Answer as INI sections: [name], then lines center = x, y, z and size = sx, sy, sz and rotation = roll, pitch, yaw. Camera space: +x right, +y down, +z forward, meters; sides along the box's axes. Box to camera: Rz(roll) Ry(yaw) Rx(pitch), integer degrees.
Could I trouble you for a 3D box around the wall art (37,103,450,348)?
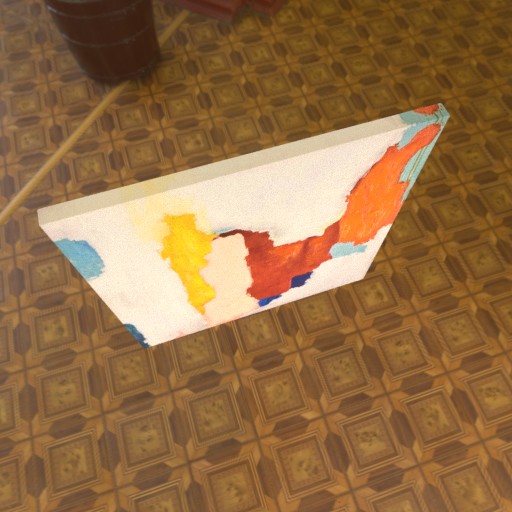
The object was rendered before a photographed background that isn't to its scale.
[wall art]
center = 0.000, 0.000, 1.205
size = 0.814, 0.814, 0.037
rotation = -17, 64, -8
